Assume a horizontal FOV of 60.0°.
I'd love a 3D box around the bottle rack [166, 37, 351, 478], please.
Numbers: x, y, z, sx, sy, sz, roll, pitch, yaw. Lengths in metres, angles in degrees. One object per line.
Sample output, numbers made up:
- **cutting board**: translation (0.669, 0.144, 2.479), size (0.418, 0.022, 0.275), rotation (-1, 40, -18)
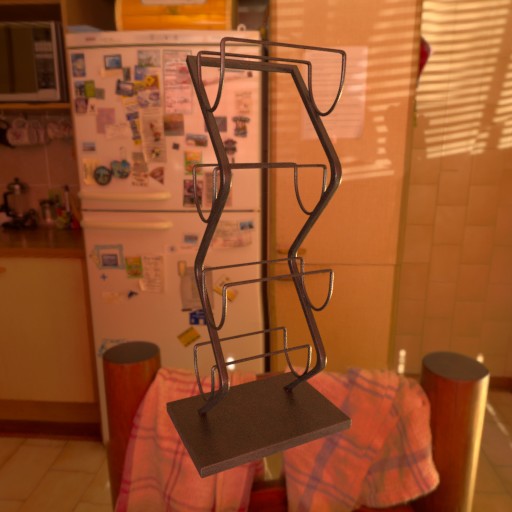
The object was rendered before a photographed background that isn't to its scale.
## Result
- **bottle rack**: translation (0.000, 0.000, 0.668), size (0.254, 0.559, 0.178), rotation (-7, 15, -25)
